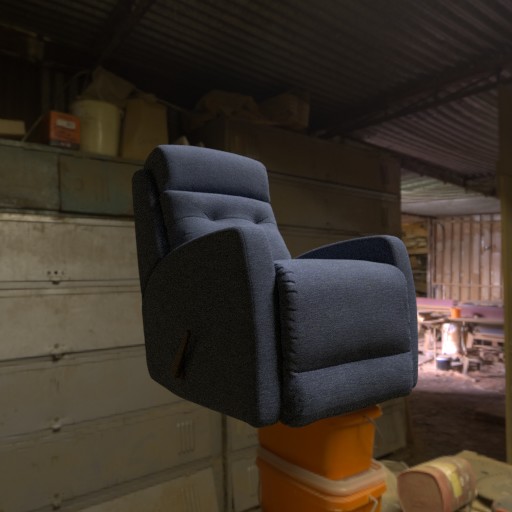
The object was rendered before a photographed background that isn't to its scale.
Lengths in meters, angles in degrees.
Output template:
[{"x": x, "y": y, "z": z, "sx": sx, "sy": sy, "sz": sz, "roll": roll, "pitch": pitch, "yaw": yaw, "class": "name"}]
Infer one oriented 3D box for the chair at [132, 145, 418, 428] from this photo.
[{"x": 0.000, "y": 0.000, "z": 1.730, "sx": 0.798, "sy": 1.013, "sz": 1.043, "roll": 1, "pitch": -2, "yaw": -36, "class": "chair"}]
